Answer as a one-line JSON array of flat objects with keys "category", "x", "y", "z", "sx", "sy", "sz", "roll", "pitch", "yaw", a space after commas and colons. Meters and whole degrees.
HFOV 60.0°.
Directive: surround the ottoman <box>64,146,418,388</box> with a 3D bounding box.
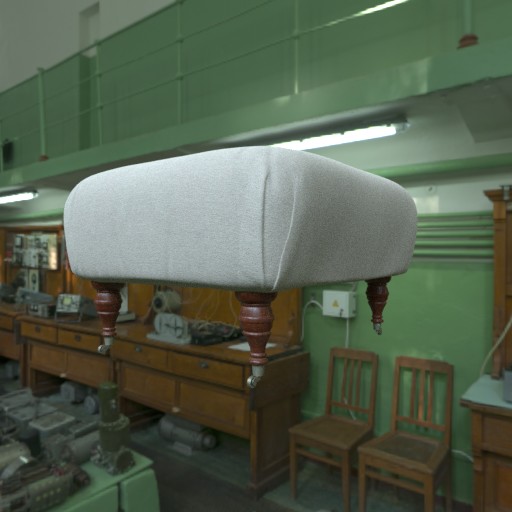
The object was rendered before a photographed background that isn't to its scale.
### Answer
[{"category": "ottoman", "x": 0.000, "y": 0.000, "z": 1.143, "sx": 0.639, "sy": 0.450, "sz": 0.746, "roll": 0, "pitch": 1, "yaw": 36}]
